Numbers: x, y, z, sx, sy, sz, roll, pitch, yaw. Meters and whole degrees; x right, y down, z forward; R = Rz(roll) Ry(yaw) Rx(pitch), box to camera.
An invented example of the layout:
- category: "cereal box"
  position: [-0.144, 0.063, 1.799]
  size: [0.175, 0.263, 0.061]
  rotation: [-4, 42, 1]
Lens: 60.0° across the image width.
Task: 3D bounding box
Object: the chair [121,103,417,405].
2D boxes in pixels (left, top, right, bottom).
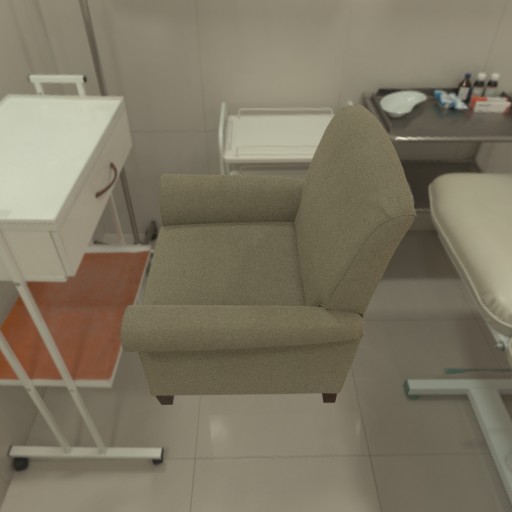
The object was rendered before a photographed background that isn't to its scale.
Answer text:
- category: "chair"
  position: [0.000, 0.000, 1.804]
  size: [0.905, 1.061, 0.978]
  rotation: [-1, 42, -1]
